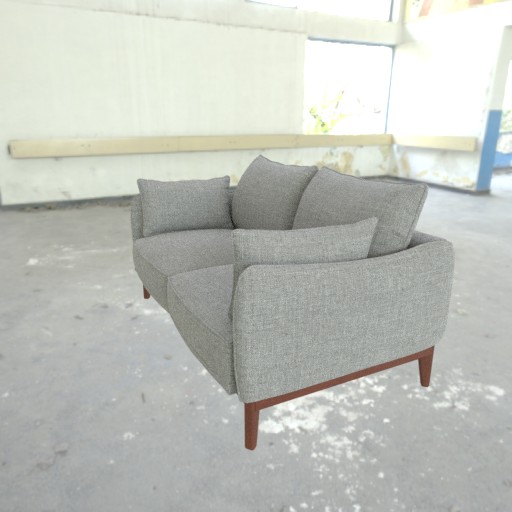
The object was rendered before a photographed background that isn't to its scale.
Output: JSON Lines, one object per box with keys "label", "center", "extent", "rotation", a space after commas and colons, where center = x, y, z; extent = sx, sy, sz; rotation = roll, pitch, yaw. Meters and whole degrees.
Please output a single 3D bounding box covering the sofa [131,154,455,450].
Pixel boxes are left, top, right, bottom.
{"label": "sofa", "center": [0.000, 0.000, 2.171], "extent": [0.972, 0.851, 1.580], "rotation": [-9, 19, -26]}
